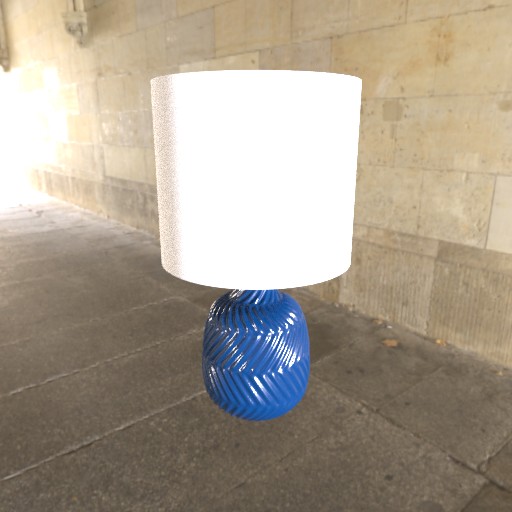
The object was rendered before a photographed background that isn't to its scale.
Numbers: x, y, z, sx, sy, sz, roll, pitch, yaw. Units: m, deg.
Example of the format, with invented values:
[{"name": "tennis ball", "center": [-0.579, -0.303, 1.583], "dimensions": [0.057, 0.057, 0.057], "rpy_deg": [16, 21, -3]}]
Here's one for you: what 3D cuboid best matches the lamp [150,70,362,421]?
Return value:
[{"name": "lamp", "center": [0.000, 0.000, 0.487], "dimensions": [0.203, 0.368, 0.203], "rpy_deg": [2, 16, 6]}]
